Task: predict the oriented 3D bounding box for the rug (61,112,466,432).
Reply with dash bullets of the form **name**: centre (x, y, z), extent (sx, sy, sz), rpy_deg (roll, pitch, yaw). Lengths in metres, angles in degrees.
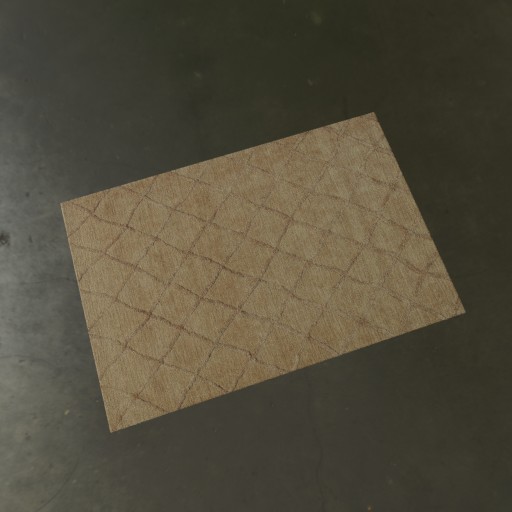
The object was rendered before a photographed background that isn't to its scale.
- **rug**: centre (0.000, 0.000, 2.905), extent (2.292, 0.014, 1.528), rpy_deg (-17, 75, -5)
